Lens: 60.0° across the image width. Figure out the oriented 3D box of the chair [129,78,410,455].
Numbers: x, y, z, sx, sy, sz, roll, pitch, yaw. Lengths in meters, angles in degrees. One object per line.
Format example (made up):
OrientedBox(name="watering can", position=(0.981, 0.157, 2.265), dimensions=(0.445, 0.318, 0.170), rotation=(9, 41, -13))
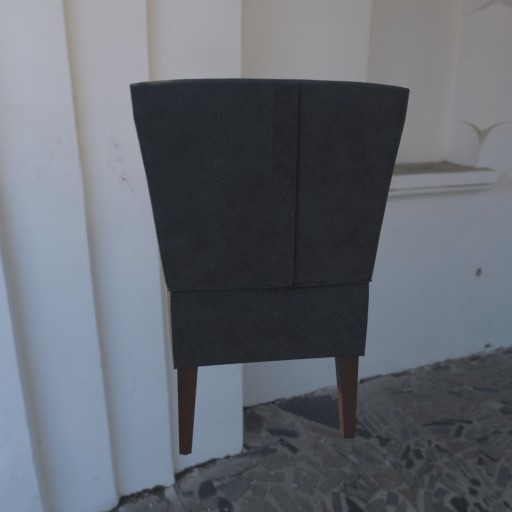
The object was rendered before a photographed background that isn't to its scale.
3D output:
OrientedBox(name="chair", position=(0.000, 0.000, 1.151), dimensions=(0.521, 0.806, 0.554), rotation=(-2, 15, -8))
